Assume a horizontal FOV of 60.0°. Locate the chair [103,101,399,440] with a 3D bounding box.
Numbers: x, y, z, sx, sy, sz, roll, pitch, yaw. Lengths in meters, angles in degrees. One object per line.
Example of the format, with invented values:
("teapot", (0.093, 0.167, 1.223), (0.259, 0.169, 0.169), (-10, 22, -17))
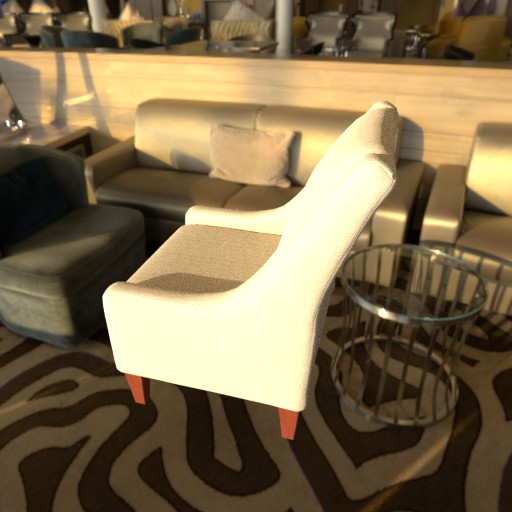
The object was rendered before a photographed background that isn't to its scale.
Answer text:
("chair", (0.000, 0.000, 1.636), (0.870, 1.014, 0.774), (8, 31, 14))
